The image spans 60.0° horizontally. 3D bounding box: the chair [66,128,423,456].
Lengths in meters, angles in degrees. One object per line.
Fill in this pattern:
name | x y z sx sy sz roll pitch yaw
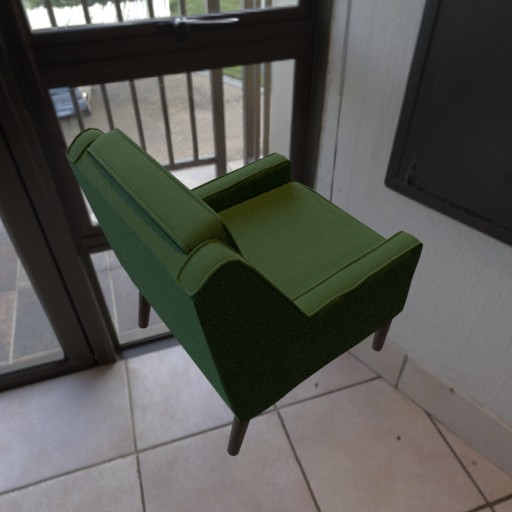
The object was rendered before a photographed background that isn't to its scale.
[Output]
chair | 0.000 0.000 1.320 0.743 0.792 0.663 -26 48 -27
